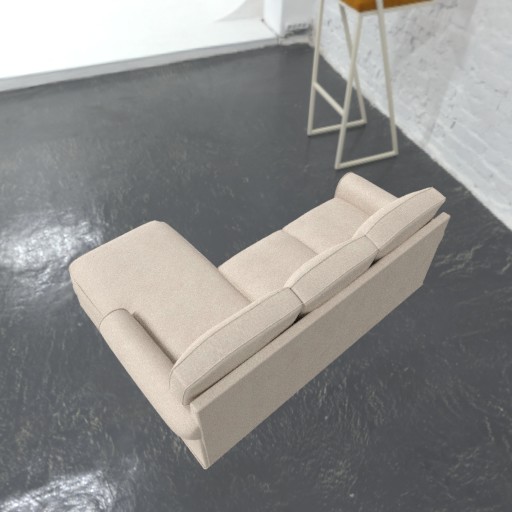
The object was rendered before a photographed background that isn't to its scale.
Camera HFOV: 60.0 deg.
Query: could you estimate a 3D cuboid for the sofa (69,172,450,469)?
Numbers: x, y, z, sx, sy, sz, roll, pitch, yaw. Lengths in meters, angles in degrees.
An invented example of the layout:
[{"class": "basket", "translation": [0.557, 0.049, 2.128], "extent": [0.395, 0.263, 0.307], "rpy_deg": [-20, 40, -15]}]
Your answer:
[{"class": "sofa", "translation": [0.000, 0.000, 2.414], "extent": [1.770, 0.734, 1.226], "rpy_deg": [-32, 54, -27]}]
